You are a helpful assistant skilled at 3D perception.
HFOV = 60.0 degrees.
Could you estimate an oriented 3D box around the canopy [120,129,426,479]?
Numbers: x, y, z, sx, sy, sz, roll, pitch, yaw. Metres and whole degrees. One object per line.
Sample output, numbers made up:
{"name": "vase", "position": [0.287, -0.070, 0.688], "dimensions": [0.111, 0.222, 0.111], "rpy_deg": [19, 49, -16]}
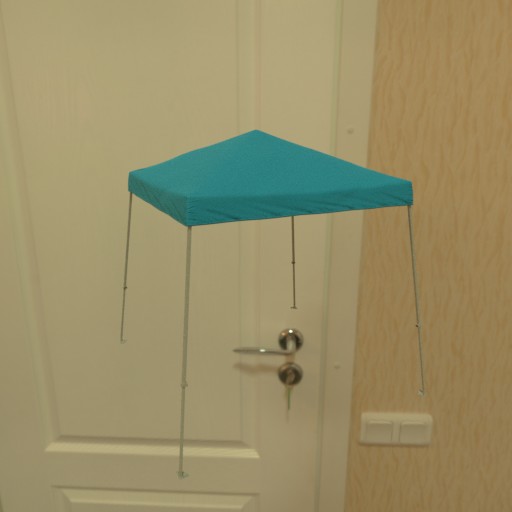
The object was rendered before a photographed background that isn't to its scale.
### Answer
{"name": "canopy", "position": [0.000, 0.000, 6.562], "dimensions": [3.599, 3.600, 3.600], "rpy_deg": [-8, 18, -25]}
